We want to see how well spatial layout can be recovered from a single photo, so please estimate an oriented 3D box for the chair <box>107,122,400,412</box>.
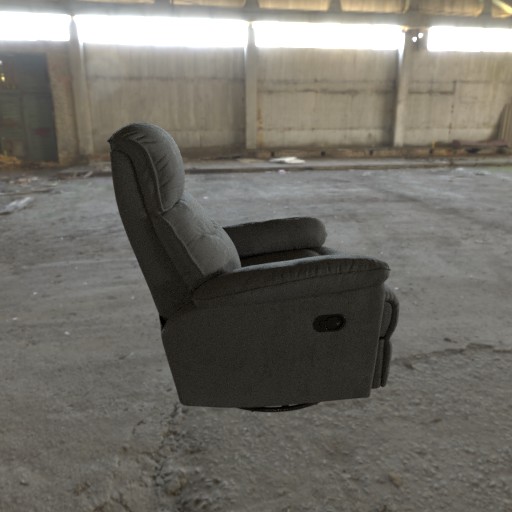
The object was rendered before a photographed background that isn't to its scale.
[{"bbox_3d":[0.000,0.000,1.794,1.004,1.037,0.820,-3,17,-10],"label":"chair"}]
